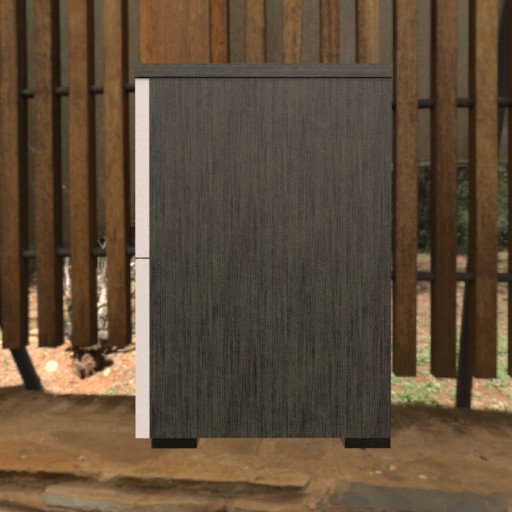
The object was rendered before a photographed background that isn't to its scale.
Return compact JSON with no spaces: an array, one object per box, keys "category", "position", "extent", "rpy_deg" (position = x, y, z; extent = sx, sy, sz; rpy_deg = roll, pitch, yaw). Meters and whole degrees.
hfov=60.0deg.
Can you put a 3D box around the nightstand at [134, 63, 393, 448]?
[{"category":"nightstand","position":[0.000,0.000,0.749],"extent":[0.325,0.460,0.441],"rpy_deg":[0,0,0]}]
